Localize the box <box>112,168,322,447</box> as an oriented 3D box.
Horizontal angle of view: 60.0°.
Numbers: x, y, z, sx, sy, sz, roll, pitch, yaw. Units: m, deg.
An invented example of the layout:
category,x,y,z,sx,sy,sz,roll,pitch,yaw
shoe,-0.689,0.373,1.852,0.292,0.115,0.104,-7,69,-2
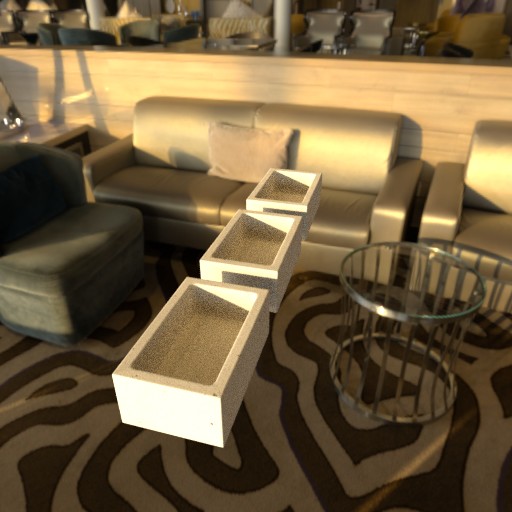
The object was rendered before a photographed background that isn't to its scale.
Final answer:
category,x,y,z,sx,sy,sz,roll,pitch,yaw
box,0.000,0.000,0.507,0.082,0.051,0.461,8,31,14
